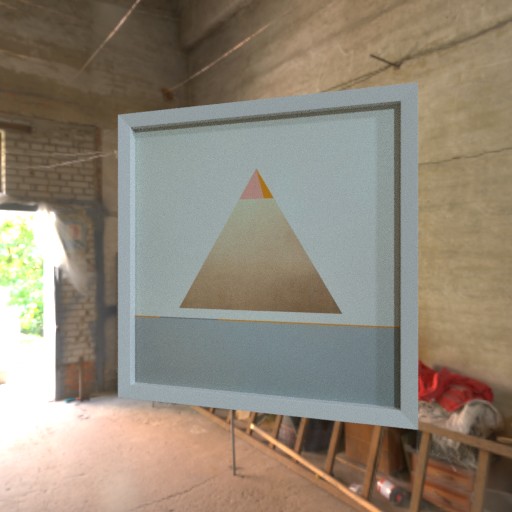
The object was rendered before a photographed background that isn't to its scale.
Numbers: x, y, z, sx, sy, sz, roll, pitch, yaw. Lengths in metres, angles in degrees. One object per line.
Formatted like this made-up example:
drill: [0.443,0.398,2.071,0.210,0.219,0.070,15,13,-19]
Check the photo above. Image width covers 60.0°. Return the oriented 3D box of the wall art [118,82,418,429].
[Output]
wall art: [0.000,0.000,1.883,1.289,1.291,0.098,0,0,17]
